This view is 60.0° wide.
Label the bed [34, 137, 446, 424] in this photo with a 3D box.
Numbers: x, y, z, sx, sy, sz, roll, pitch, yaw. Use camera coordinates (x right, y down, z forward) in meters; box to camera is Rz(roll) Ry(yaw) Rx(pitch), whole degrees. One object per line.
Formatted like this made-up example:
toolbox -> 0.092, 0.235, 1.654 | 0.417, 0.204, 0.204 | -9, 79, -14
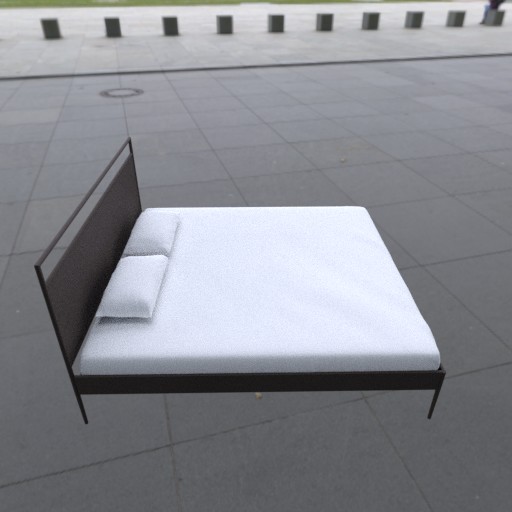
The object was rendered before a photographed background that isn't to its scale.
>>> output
bed -> 0.000, 0.000, 3.270 | 2.151, 1.173, 1.993 | -1, 32, -1
